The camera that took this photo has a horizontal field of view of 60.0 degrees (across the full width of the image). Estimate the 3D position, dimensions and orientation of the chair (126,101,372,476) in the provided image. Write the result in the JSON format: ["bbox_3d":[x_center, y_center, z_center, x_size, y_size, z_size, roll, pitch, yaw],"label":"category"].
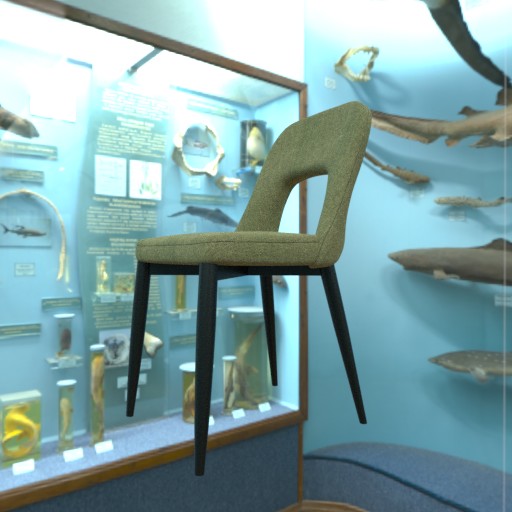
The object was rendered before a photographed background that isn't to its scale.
[{"bbox_3d":[0.000,0.000,1.268,0.612,0.931,0.470,0,0,-36],"label":"chair"}]
